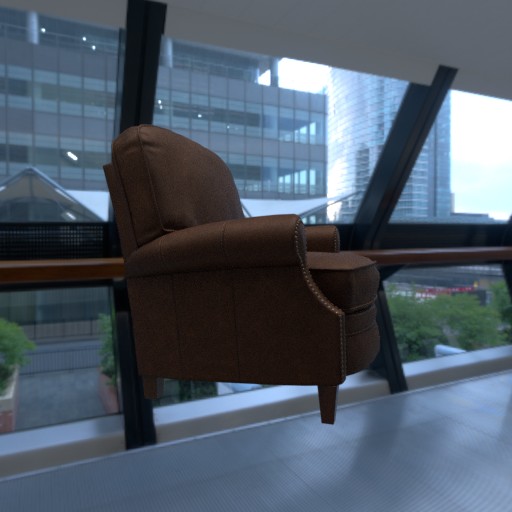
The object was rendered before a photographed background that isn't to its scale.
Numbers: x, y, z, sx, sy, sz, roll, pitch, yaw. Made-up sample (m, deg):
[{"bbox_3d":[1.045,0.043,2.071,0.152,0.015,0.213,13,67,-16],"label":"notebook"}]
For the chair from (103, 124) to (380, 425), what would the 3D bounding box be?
[{"bbox_3d":[0.000,0.000,1.822,0.986,1.018,0.936,0,1,19],"label":"chair"}]
